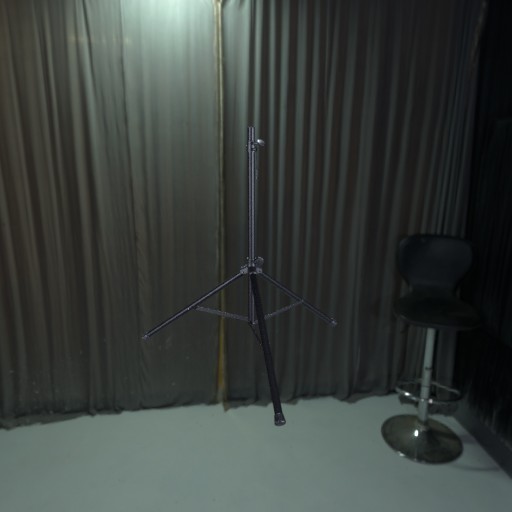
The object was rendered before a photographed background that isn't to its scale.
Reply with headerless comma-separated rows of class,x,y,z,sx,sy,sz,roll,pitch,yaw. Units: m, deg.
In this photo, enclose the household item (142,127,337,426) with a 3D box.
household item,0.000,0.000,2.821,1.596,1.595,1.339,-2,14,-9
